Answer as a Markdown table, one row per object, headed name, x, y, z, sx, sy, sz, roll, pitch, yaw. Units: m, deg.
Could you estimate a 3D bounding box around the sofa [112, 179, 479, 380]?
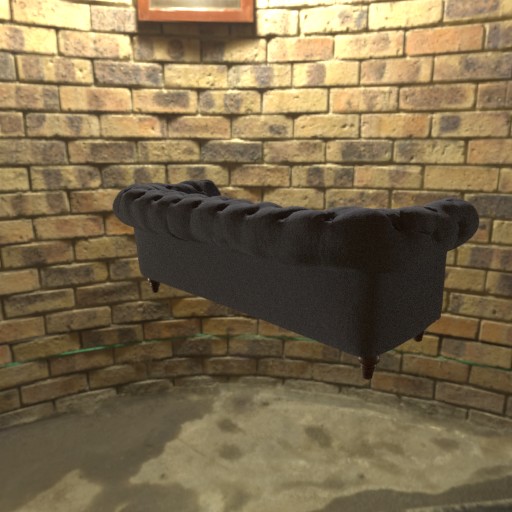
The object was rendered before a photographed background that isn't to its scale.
| name | x | y | z | sx | sy | sz | roll | pitch | yaw |
| --- | --- | --- | --- | --- | --- | --- | --- | --- | --- |
| sofa | 0.000 | 0.000 | 2.821 | 1.046 | 0.836 | 2.335 | -13 | 19 | -43 |
